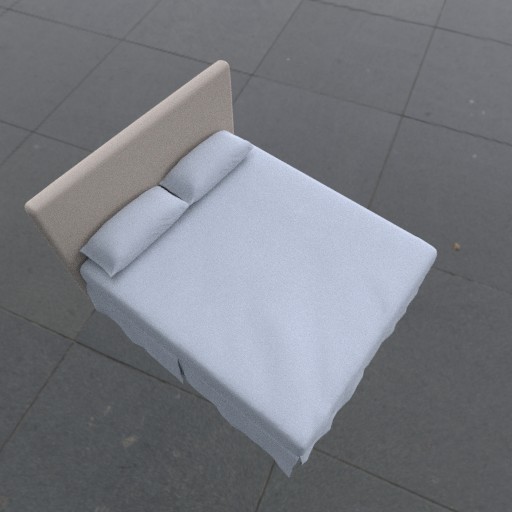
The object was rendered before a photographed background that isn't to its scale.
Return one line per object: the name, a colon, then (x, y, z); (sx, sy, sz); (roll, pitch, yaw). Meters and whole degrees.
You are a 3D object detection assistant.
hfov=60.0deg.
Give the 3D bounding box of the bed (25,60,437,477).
bed: (0.000, 0.000, 3.189); (2.142, 1.330, 1.884); (34, 64, 19)
